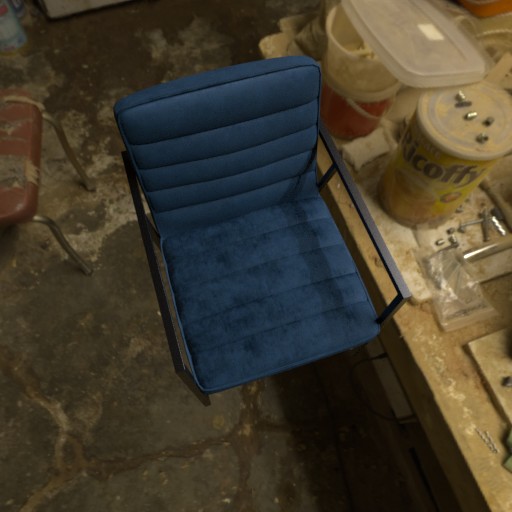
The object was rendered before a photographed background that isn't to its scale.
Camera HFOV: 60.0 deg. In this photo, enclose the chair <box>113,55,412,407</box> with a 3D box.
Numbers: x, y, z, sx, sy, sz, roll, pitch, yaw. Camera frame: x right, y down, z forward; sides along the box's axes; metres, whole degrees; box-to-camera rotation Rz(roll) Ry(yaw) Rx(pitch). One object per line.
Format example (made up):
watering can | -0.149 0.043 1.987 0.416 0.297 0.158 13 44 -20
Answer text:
chair | 0.000 0.000 1.310 0.571 0.833 0.677 -16 66 -8
